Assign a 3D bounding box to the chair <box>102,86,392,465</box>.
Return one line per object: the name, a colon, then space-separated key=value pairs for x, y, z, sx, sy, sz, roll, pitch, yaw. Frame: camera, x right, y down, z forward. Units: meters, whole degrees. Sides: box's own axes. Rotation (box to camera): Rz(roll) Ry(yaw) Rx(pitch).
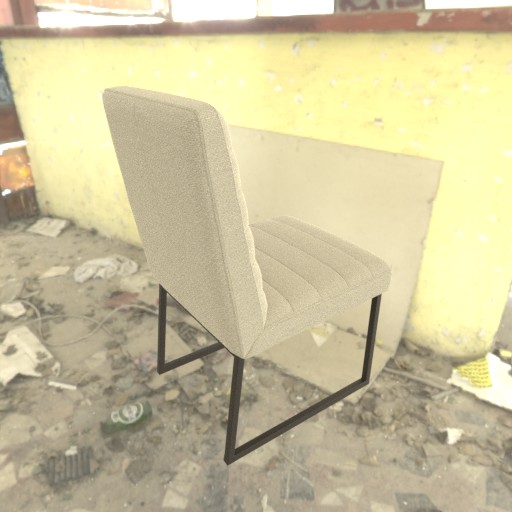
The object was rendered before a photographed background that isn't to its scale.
chair: x=0.000 y=0.000 z=1.294 sx=0.634 sy=0.930 sz=0.520 roll=-17 pitch=30 yaw=-31
